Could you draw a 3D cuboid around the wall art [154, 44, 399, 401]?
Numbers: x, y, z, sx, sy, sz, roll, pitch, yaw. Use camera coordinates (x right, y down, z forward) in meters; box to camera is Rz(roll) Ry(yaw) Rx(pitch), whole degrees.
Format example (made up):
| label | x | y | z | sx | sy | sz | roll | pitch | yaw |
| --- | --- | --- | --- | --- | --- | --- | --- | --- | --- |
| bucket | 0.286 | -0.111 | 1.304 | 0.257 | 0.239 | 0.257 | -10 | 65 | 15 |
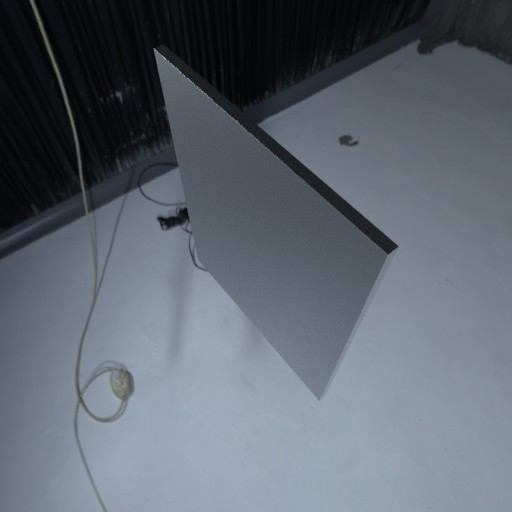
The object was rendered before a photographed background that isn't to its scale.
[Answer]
| label | x | y | z | sx | sy | sz | roll | pitch | yaw |
| --- | --- | --- | --- | --- | --- | --- | --- | --- | --- |
| wall art | 0.000 | 0.000 | 1.433 | 0.030 | 1.046 | 0.816 | -34 | 64 | -19 |
